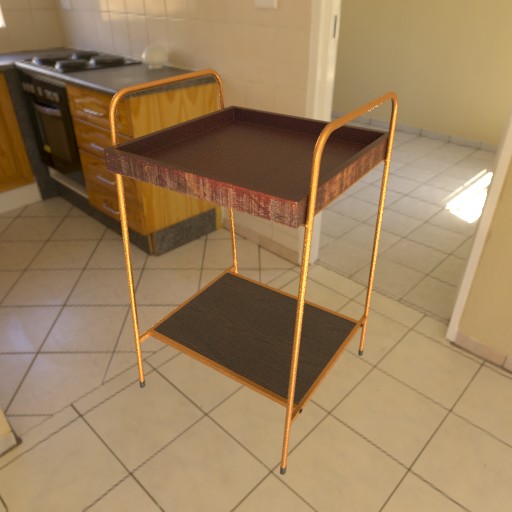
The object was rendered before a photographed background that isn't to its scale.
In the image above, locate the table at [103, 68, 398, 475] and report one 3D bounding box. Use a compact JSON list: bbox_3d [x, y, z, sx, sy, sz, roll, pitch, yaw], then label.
[{"bbox_3d":[0.000,0.000,0.988,0.430,0.710,0.430,20,37,28],"label":"table"}]
